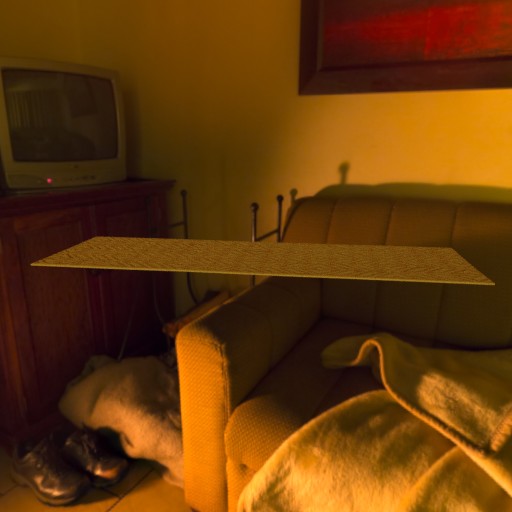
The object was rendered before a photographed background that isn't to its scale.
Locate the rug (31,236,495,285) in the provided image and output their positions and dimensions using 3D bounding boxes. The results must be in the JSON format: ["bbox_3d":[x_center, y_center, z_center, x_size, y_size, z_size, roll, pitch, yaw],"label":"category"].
[{"bbox_3d":[0.000,0.000,2.660,2.435,0.009,0.750,2,15,8],"label":"rug"}]
